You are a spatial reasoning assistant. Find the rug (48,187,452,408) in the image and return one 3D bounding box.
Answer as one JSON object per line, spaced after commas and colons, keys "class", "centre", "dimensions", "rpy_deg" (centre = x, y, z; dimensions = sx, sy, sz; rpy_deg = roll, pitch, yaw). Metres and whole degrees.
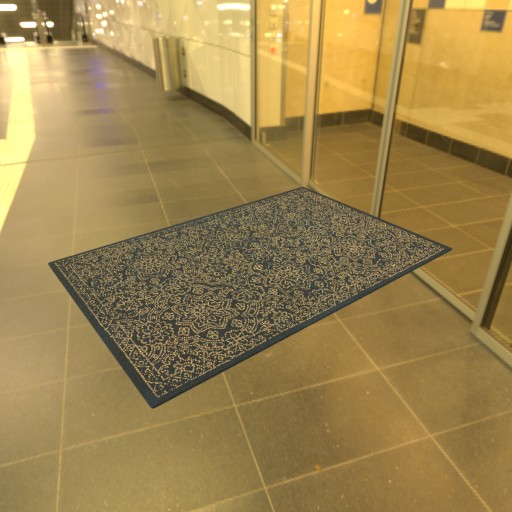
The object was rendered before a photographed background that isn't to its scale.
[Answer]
{"class": "rug", "centre": [0.000, 0.000, 2.395], "dimensions": [1.829, 0.010, 1.219], "rpy_deg": [-21, 36, -32]}
